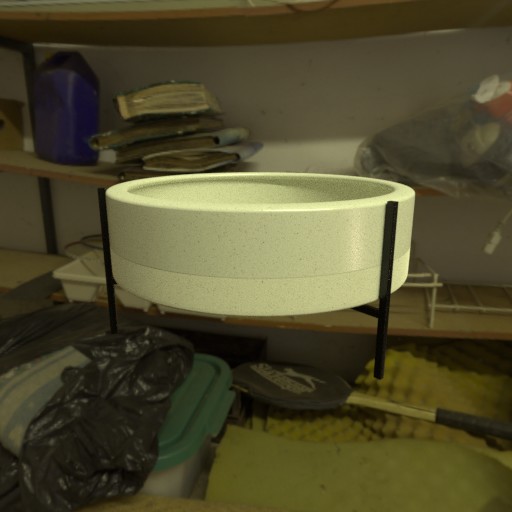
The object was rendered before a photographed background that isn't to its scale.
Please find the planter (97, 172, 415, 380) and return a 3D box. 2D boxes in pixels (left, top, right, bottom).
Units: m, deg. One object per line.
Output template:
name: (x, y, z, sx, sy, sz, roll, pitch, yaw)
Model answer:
planter: (0.000, 0.000, 0.527, 0.345, 0.171, 0.336, -3, 16, -10)
